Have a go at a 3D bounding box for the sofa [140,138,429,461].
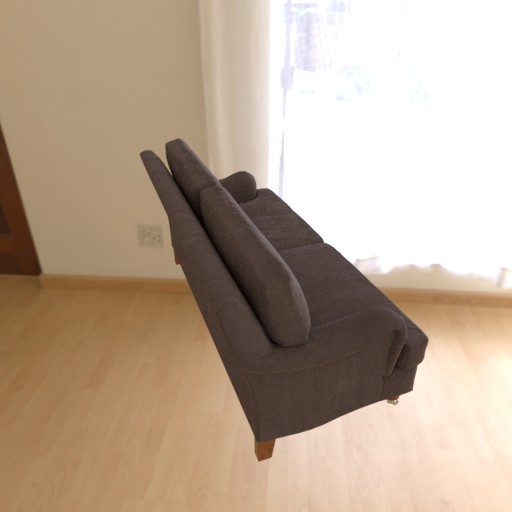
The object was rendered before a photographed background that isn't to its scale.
[{"bbox_3d":[0.000,0.000,2.853,1.086,1.087,2.165,-11,32,-18],"label":"sofa"}]
